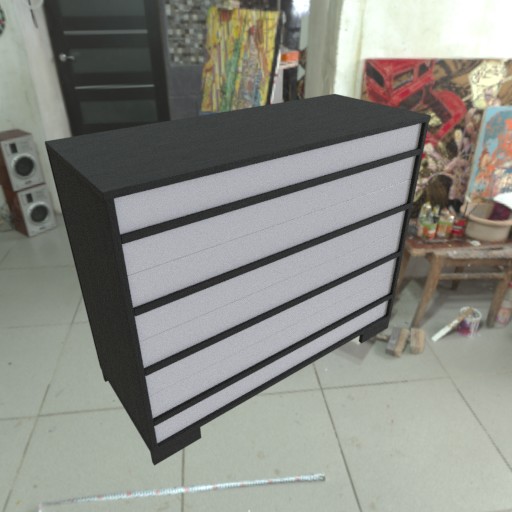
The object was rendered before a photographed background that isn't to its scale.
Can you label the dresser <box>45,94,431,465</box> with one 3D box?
[{"bbox_3d":[0.000,0.000,1.411,0.994,0.816,0.404,-21,37,-31],"label":"dresser"}]
